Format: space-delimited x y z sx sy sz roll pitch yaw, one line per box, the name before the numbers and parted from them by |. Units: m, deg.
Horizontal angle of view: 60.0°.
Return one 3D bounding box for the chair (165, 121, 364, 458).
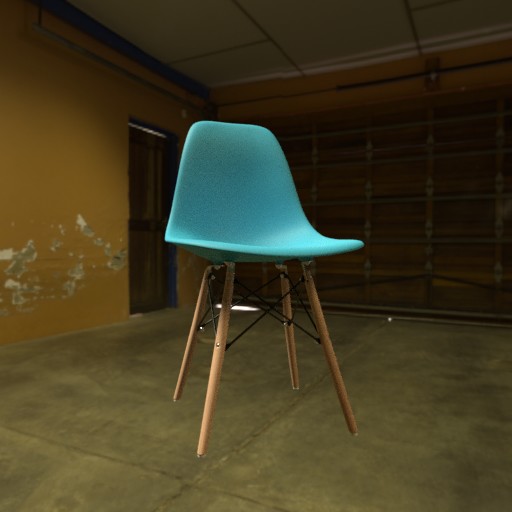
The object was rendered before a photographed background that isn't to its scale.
chair | 0.000 0.000 1.148 0.470 0.826 0.531 0 1 -18
